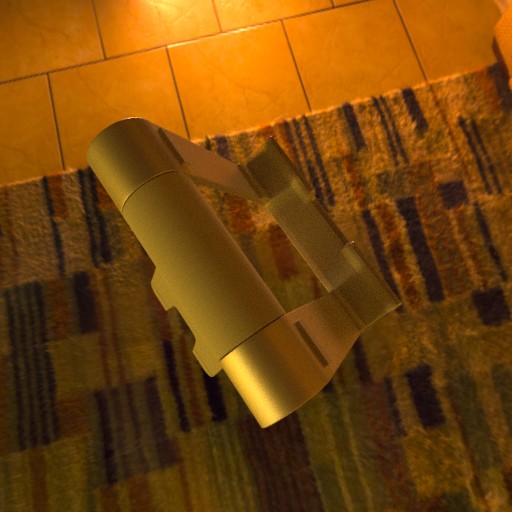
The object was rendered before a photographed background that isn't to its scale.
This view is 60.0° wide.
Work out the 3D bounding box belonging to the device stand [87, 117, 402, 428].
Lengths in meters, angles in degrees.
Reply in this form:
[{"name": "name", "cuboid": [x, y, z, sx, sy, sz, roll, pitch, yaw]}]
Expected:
[{"name": "device stand", "cuboid": [0.000, 0.000, 0.152, 0.079, 0.084, 0.086, -34, 79, -8]}]
